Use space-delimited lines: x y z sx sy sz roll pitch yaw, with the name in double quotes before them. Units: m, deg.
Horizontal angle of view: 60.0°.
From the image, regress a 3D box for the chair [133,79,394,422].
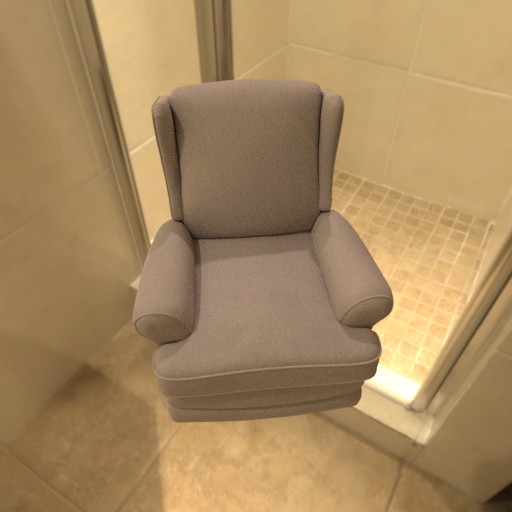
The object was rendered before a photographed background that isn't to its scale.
"chair" 0.000 0.000 1.683 0.847 1.011 0.969 -4 46 -4
